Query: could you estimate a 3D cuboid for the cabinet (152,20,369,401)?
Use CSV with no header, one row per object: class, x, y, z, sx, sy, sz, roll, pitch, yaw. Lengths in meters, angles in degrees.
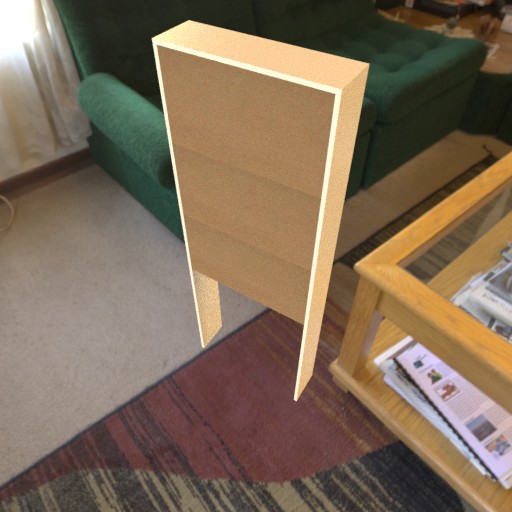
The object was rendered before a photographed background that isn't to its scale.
cabinet,0.000,0.000,1.954,0.643,1.770,0.192,24,51,22
